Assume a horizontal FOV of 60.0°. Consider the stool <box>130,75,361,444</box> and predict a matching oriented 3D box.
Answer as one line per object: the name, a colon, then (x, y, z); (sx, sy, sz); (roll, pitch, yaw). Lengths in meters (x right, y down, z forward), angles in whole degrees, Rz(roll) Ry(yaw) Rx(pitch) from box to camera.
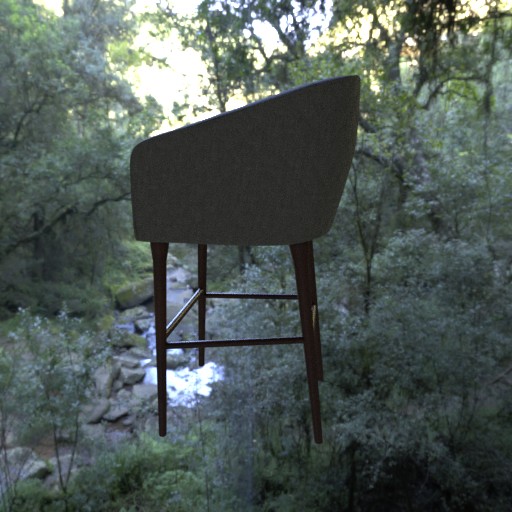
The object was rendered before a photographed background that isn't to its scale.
stool: (0.000, 0.000, 1.447); (0.607, 1.078, 0.559); (2, 15, 9)
